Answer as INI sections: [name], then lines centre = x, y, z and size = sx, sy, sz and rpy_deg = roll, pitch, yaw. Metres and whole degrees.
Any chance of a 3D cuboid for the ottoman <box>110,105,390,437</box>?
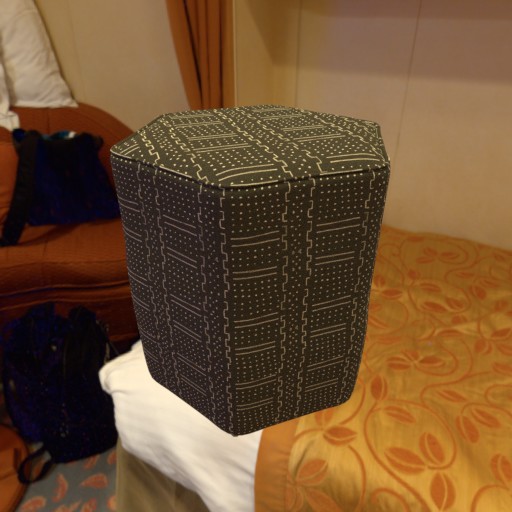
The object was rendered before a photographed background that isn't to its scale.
[ottoman]
centre = 0.000, 0.000, 0.883
size = 0.494, 0.502, 0.443
rpy_deg = -11, 32, -18
